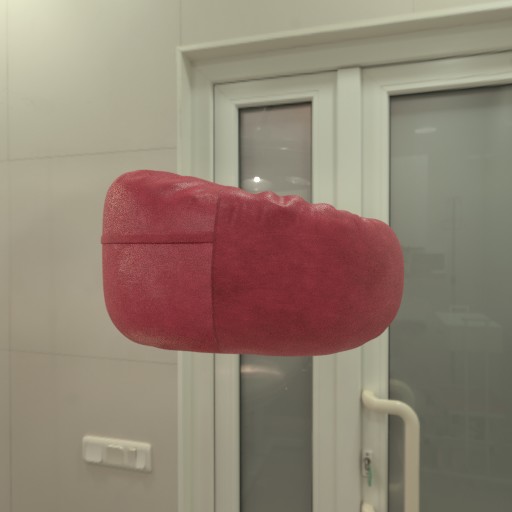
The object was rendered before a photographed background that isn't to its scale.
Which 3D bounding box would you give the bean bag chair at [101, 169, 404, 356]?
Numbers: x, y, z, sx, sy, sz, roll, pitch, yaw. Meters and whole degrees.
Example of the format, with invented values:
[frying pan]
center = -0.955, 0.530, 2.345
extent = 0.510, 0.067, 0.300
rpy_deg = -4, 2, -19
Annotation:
[bean bag chair]
center = 0.000, 0.000, 2.404
extent = 1.524, 0.878, 1.524
rpy_deg = 0, 1, 17
